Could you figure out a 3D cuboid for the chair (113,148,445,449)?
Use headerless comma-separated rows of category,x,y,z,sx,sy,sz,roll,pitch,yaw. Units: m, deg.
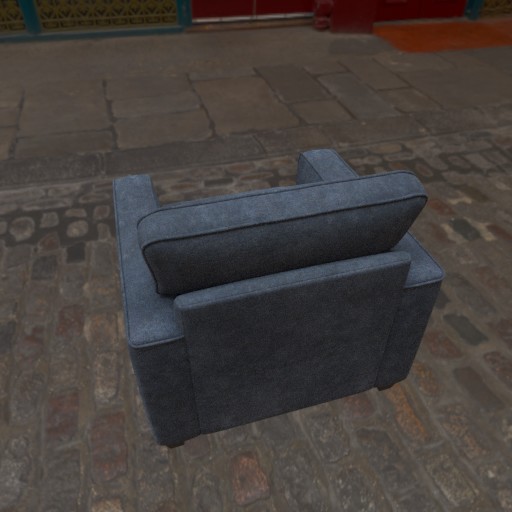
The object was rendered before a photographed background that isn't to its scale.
chair,0.000,0.000,1.733,1.015,0.965,0.939,-11,41,-12
